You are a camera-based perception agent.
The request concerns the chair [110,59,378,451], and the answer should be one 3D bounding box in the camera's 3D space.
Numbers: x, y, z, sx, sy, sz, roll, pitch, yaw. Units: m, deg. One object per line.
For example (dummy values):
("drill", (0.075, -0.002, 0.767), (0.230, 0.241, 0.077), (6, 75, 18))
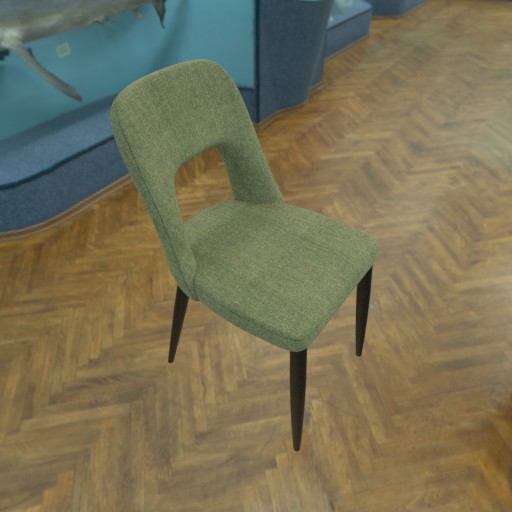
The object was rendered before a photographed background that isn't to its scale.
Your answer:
("chair", (0.000, 0.000, 1.267), (0.612, 0.931, 0.470), (25, 47, 26))
